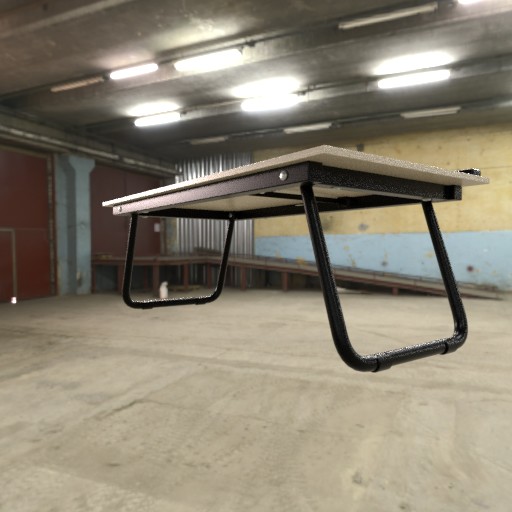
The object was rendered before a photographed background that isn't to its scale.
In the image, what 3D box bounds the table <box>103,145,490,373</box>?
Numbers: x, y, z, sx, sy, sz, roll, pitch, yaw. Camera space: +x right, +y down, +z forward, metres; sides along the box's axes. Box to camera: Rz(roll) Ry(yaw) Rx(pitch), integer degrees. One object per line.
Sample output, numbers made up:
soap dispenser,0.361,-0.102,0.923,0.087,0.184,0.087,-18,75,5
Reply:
table,0.000,0.000,0.771,0.322,0.242,0.644,-1,1,-37
